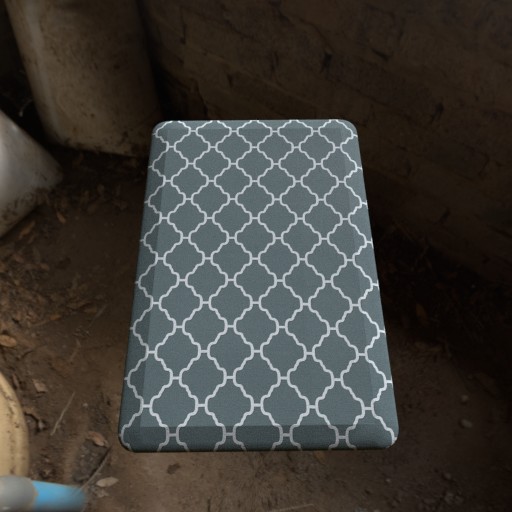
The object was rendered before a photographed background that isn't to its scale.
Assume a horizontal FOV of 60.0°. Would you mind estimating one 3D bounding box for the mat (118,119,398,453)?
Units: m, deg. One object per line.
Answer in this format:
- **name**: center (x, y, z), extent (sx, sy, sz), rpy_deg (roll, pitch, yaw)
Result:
- **mat**: center (0.000, 0.000, 0.944), extent (0.508, 0.021, 0.762), rpy_deg (-1, 64, 0)
